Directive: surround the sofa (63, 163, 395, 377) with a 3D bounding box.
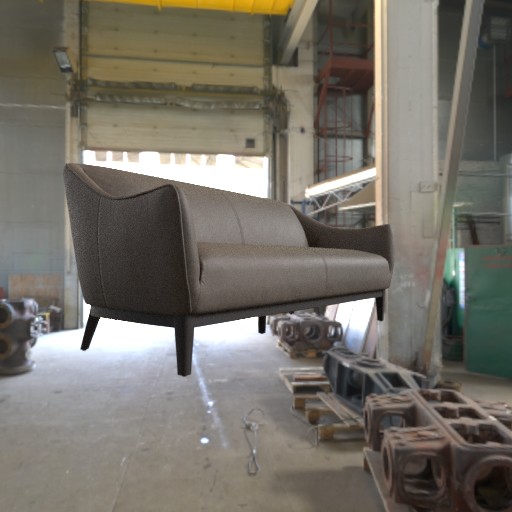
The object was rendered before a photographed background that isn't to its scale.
[{"bbox_3d":[0.000,0.000,2.391,0.869,0.831,1.928,-1,-1,37],"label":"sofa"}]
